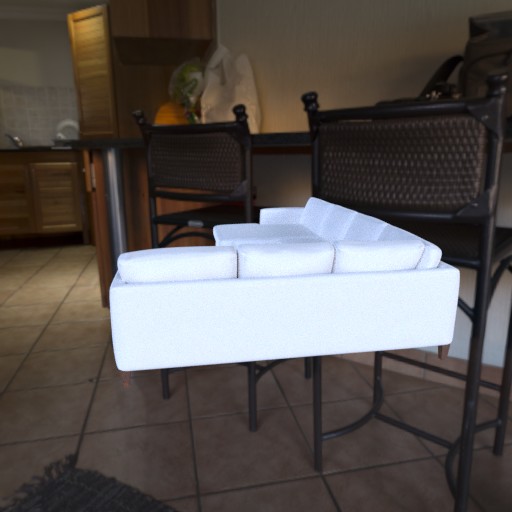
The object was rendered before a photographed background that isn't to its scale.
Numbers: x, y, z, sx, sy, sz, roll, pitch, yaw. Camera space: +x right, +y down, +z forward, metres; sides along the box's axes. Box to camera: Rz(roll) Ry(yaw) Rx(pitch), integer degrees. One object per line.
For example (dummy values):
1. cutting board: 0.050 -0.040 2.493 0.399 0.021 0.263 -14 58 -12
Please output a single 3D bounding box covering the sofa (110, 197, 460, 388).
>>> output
1. sofa: 0.000 0.000 4.805 2.593 0.956 3.459 -2 14 -9
